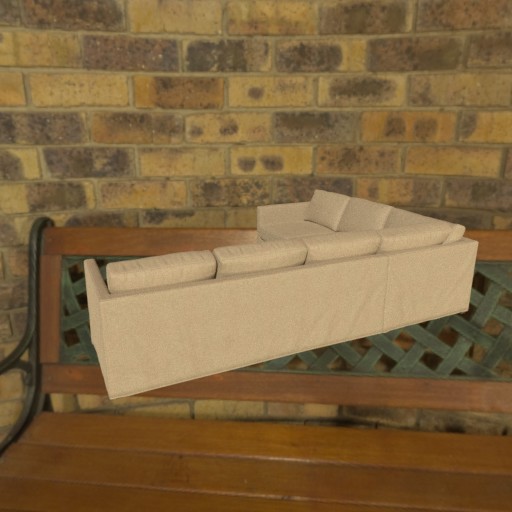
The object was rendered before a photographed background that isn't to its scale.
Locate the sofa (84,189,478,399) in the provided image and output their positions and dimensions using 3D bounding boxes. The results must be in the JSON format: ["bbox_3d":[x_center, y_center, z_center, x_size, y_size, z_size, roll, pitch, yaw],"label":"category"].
[{"bbox_3d":[0.000,0.000,4.319,3.182,0.871,2.432,-8,18,-24],"label":"sofa"}]
